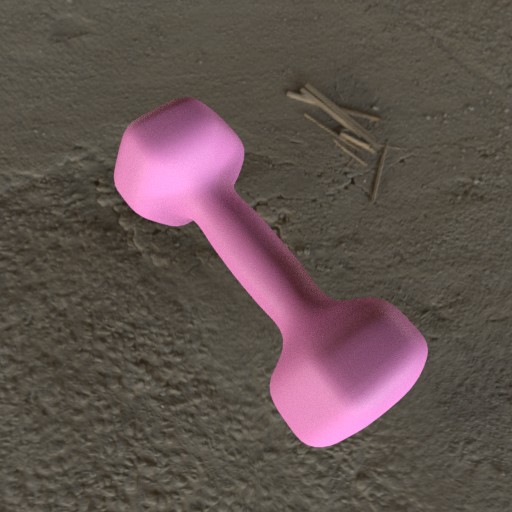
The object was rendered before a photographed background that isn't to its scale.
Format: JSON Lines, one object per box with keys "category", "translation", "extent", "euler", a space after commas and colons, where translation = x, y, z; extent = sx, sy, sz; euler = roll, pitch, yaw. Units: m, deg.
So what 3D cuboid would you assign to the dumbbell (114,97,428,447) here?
{"category": "dumbbell", "translation": [0.000, 0.000, 0.191], "extent": [0.064, 0.058, 0.159], "euler": [-33, 69, -15]}
